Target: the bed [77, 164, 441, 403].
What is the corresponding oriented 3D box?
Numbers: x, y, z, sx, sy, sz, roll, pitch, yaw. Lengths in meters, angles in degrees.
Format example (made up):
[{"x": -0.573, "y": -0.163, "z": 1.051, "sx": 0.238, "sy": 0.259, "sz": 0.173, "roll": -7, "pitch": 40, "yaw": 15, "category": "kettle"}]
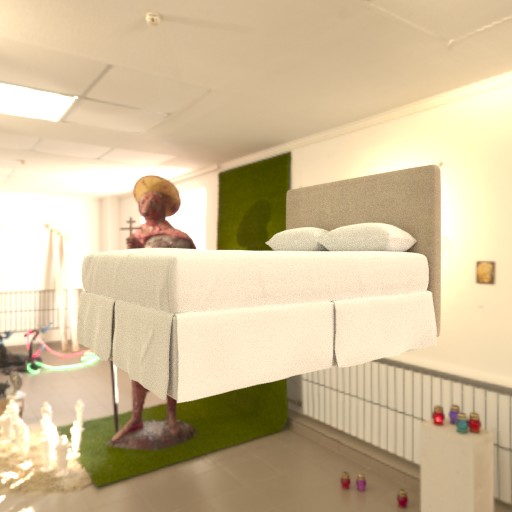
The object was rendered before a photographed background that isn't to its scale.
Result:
[{"x": 0.000, "y": 0.000, "z": 3.225, "sx": 2.162, "sy": 1.330, "sz": 1.713, "roll": 0, "pitch": 0, "yaw": -36, "category": "bed"}]
